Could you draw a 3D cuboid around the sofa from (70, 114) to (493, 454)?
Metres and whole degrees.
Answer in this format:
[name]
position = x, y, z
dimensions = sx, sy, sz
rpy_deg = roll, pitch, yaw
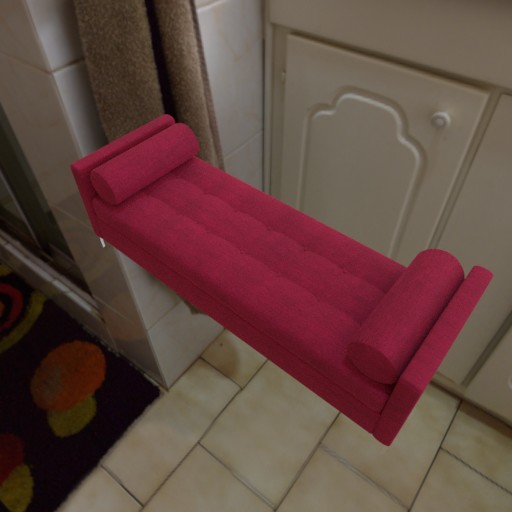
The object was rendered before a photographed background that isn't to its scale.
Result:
[sofa]
position = 0.000, 0.000, 2.280
dimensions = 1.981, 0.635, 0.686
rpy_deg = 31, 55, 26
